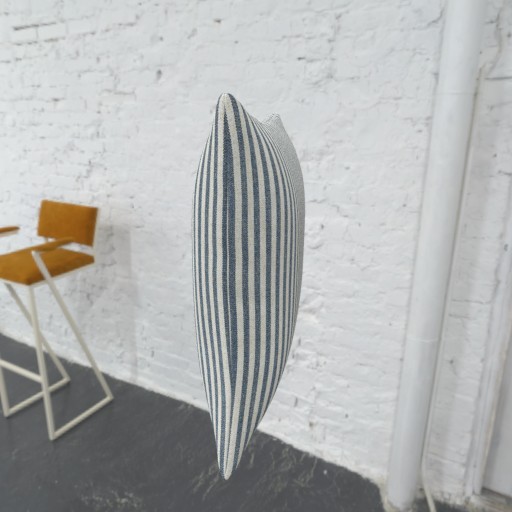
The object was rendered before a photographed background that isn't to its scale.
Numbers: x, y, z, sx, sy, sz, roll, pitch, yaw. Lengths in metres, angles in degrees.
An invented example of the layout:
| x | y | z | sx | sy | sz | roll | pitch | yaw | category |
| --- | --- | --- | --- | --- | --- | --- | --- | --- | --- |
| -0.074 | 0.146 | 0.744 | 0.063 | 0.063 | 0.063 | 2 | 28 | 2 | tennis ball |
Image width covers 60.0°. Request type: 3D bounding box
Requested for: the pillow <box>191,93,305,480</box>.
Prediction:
| x | y | z | sx | sy | sz | roll | pitch | yaw | category |
| --- | --- | --- | --- | --- | --- | --- | --- | --- | --- |
| 0.000 | 0.000 | 0.795 | 0.166 | 0.510 | 0.523 | 2 | 16 | 8 | pillow |
